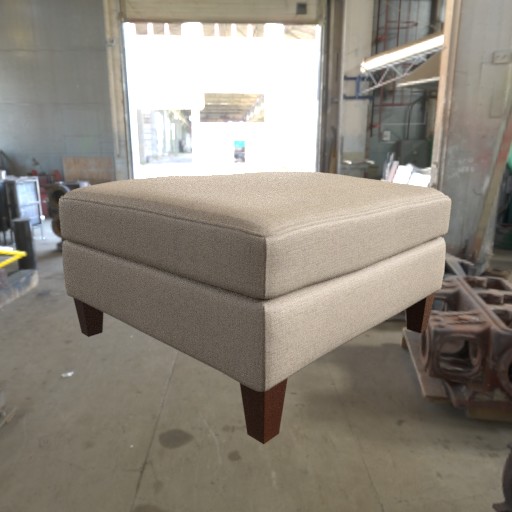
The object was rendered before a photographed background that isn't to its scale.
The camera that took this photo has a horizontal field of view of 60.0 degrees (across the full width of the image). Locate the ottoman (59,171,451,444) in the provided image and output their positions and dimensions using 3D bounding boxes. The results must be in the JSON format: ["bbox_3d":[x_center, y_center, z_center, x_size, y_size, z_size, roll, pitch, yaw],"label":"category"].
[{"bbox_3d":[0.000,0.000,1.327,0.838,0.481,0.838,13,19,42],"label":"ottoman"}]
